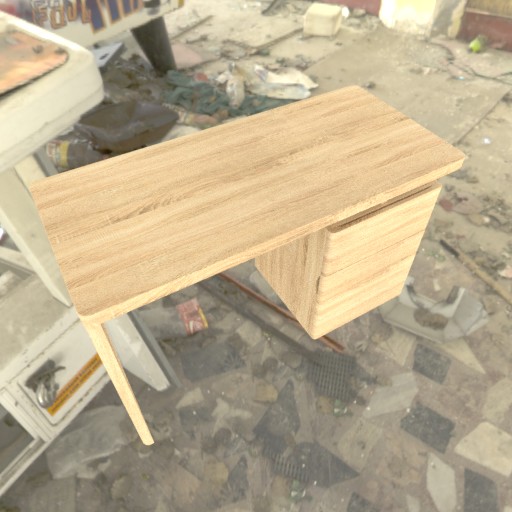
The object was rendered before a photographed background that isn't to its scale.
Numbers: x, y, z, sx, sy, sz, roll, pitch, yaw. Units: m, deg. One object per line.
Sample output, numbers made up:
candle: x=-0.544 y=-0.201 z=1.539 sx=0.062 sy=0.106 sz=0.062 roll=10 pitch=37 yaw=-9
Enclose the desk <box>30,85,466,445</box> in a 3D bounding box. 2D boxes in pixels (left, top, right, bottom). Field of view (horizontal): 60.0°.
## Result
desk: x=0.000 y=0.000 z=1.597 sx=1.200 sy=0.760 sz=0.550 roll=-23 pitch=51 yaw=-20
